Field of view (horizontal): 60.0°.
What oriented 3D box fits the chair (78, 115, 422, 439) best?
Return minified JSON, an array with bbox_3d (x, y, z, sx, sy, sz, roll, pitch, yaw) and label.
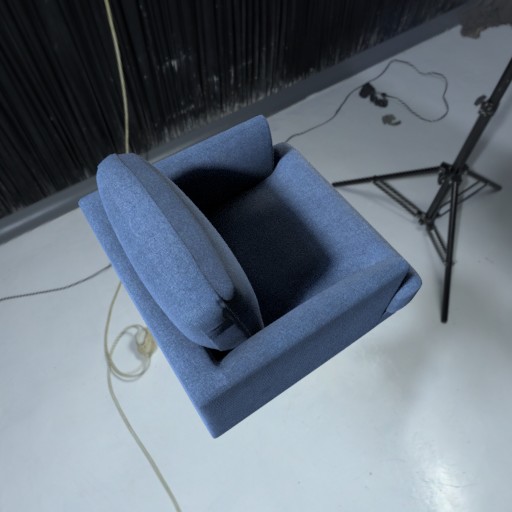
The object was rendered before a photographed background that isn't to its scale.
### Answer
[{"bbox_3d":[0.000,0.000,1.616,0.899,0.957,0.858,-30,63,-17],"label":"chair"}]
